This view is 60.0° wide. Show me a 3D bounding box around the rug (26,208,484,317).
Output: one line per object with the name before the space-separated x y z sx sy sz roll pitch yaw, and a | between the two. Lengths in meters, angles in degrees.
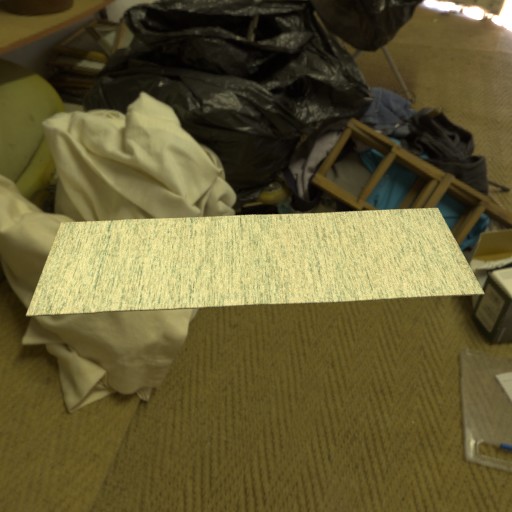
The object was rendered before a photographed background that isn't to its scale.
rug | 0.000 0.000 2.448 2.290 0.014 0.700 -2 46 -2
